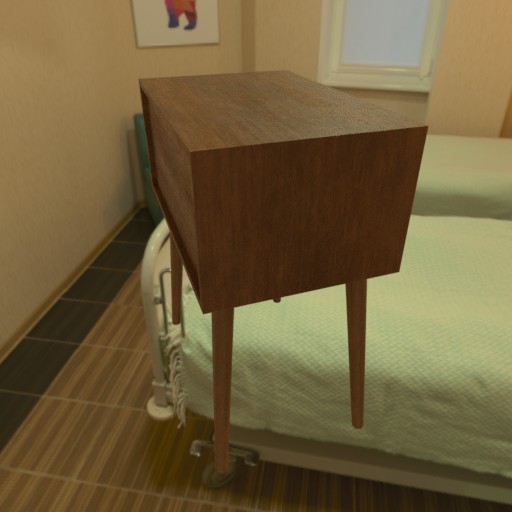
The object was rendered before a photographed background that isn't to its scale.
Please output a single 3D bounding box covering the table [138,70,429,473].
[{"bbox_3d":[0.000,0.000,0.842,0.307,0.580,0.454,-10,33,-17],"label":"table"}]
